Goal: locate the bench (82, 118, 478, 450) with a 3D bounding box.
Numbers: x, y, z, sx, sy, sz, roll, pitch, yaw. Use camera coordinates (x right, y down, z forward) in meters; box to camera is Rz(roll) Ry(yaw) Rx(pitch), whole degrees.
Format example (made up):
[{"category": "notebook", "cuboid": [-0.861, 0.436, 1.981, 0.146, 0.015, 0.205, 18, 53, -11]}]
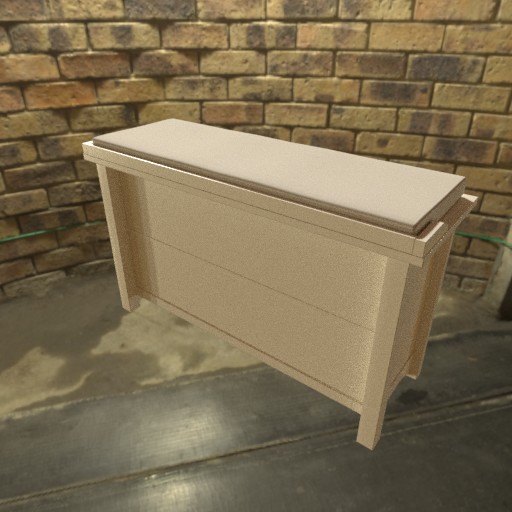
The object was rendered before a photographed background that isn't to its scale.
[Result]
[{"category": "bench", "cuboid": [0.000, 0.000, 1.254, 0.987, 0.589, 0.346, 21, 36, 32]}]
